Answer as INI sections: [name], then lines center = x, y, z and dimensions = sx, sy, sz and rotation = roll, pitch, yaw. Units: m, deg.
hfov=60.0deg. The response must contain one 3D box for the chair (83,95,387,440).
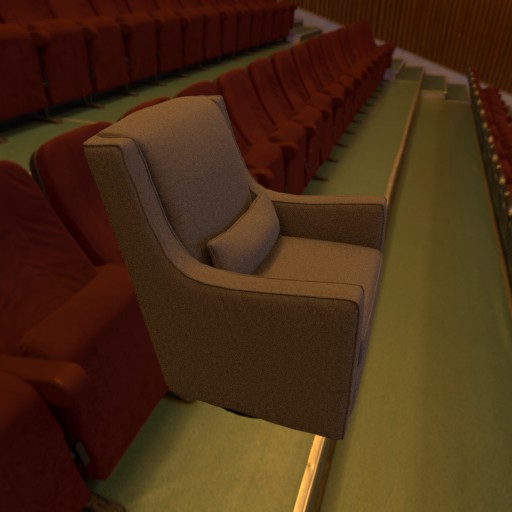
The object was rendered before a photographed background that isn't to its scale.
[chair]
center = 0.000, 0.000, 1.602
dimensions = 0.879, 0.993, 0.732
rotation = 10, 32, 17
